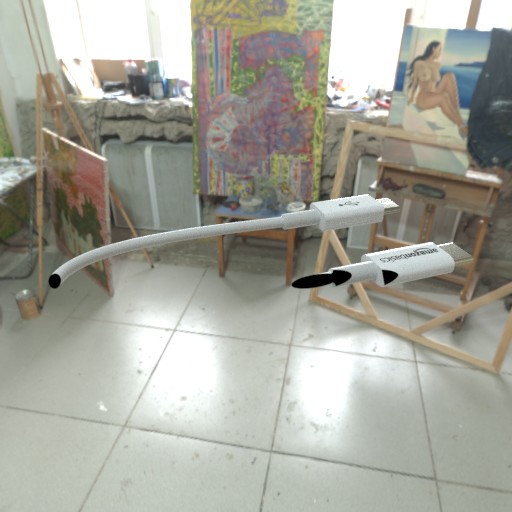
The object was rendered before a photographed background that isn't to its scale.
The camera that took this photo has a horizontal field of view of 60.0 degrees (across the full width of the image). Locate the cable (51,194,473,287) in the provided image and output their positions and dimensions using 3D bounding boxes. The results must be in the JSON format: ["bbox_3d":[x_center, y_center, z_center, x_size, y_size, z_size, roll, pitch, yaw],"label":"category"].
[{"bbox_3d":[0.000,0.000,0.109,0.098,0.006,0.040,-10,33,-16],"label":"cable"}]
